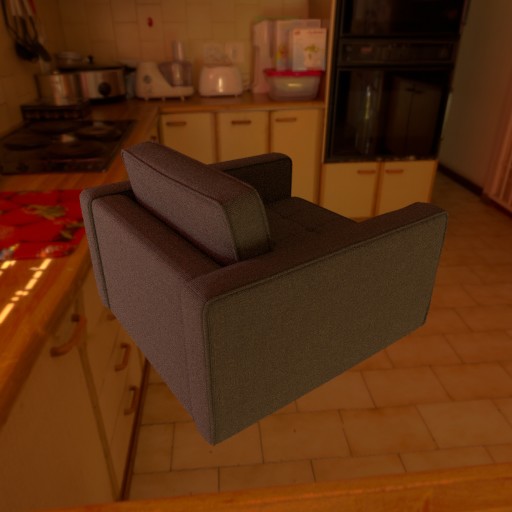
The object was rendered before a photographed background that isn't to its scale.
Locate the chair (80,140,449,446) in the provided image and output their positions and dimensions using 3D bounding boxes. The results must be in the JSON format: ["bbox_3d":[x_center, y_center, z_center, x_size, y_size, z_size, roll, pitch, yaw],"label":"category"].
[{"bbox_3d":[0.000,0.000,1.570,0.919,0.770,0.899,-19,33,-31],"label":"chair"}]
